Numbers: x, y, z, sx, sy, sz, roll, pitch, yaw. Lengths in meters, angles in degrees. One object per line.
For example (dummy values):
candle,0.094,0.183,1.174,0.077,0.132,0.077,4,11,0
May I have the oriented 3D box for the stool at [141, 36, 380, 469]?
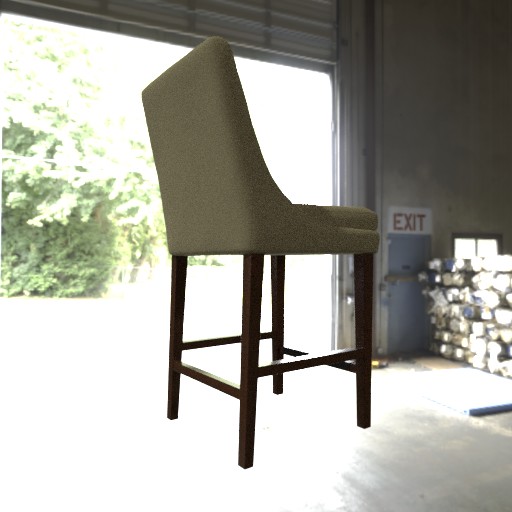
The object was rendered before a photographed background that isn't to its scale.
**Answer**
stool,0.000,0.000,1.290,0.577,0.981,0.470,0,-1,-36
